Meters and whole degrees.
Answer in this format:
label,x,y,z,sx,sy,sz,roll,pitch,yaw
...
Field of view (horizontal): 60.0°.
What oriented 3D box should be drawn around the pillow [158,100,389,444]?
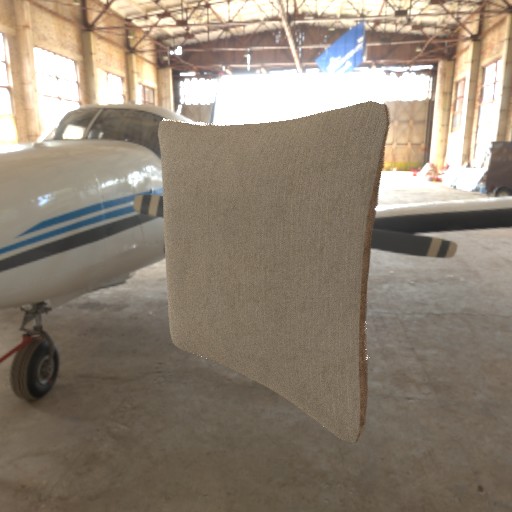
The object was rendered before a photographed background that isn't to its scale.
label,x,y,z,sx,sy,sz,roll,pitch,yaw
pillow,0.000,0.000,0.836,0.216,0.525,0.538,-13,18,-43
